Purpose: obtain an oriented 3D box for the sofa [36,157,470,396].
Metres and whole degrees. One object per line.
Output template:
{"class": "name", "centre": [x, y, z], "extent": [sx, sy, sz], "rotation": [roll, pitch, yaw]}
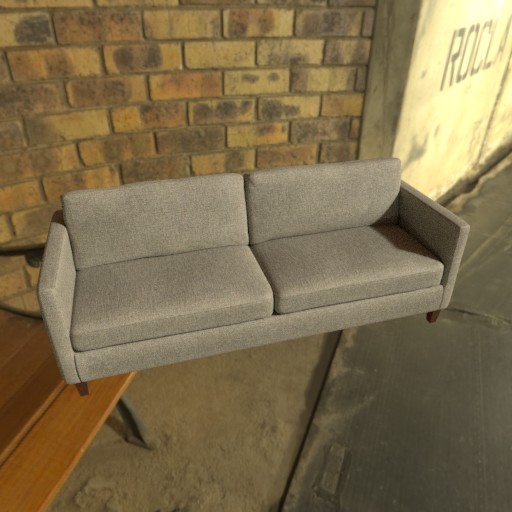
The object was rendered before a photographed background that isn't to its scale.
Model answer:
{"class": "sofa", "centre": [0.000, 0.000, 2.852], "extent": [2.434, 0.951, 0.948], "rotation": [-9, 32, -14]}
